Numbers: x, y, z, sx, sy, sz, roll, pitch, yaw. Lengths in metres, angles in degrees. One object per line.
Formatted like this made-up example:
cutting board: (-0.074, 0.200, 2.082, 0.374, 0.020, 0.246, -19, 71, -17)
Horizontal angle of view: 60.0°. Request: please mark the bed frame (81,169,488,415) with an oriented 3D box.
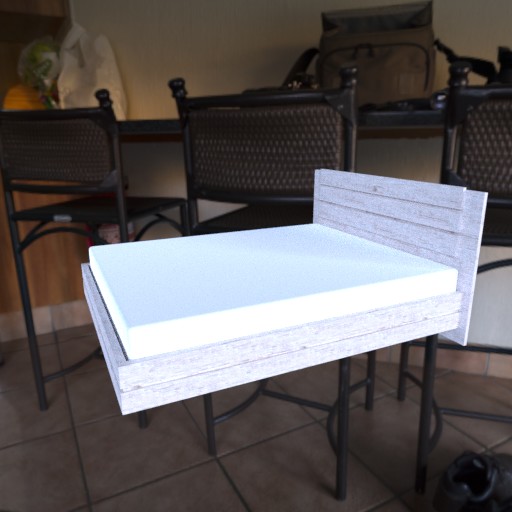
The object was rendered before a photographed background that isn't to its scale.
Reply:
bed frame: (0.000, 0.000, 2.967, 2.080, 0.970, 1.750, -7, 17, -25)
